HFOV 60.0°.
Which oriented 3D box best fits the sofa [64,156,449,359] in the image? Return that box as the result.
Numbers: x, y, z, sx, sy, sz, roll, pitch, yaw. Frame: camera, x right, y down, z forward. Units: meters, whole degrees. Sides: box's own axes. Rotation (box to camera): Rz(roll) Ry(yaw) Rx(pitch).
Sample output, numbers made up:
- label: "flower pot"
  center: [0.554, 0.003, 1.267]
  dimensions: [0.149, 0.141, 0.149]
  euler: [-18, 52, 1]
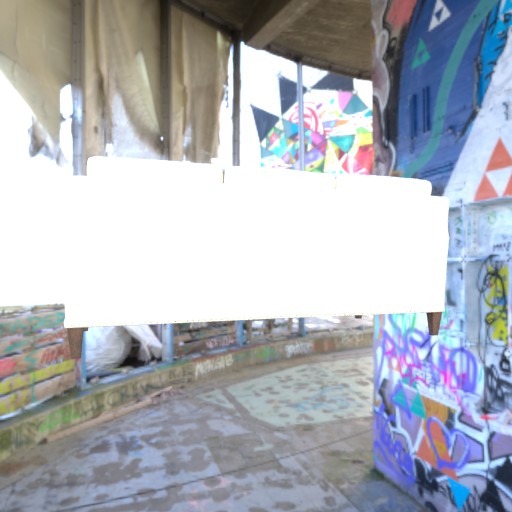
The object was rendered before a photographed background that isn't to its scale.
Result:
- label: "sofa"
  center: [0.000, 0.000, 2.866]
  dimensions: [2.246, 1.003, 1.084]
  euler: [0, -1, -19]
